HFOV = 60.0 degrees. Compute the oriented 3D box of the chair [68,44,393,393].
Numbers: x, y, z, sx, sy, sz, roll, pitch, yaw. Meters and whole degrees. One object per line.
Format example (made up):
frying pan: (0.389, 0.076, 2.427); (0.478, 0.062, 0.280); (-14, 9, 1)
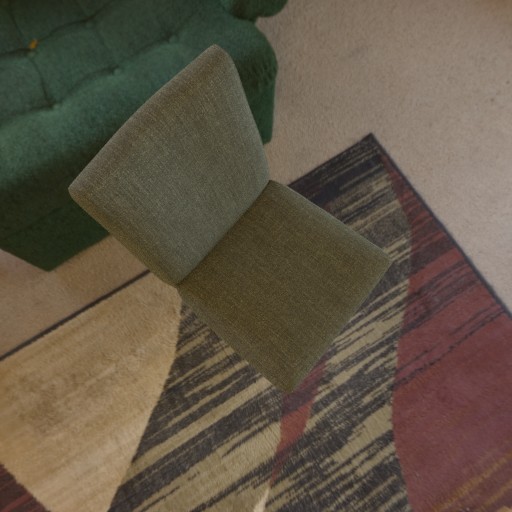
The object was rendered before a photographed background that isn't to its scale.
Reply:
chair: (0.000, 0.000, 1.263); (0.629, 0.884, 0.487); (38, 78, 10)
